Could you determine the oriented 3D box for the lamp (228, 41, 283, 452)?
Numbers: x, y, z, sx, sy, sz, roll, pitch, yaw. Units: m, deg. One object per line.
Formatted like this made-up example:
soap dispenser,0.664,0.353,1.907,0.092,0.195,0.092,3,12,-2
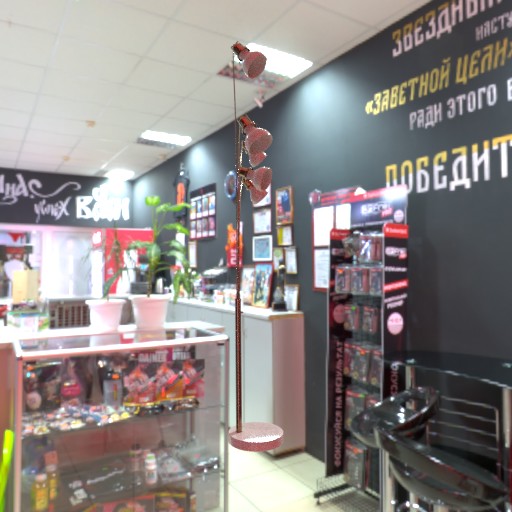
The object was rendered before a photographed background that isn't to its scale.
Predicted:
lamp,0.000,0.000,2.967,0.361,2.423,1.405,0,-1,1
